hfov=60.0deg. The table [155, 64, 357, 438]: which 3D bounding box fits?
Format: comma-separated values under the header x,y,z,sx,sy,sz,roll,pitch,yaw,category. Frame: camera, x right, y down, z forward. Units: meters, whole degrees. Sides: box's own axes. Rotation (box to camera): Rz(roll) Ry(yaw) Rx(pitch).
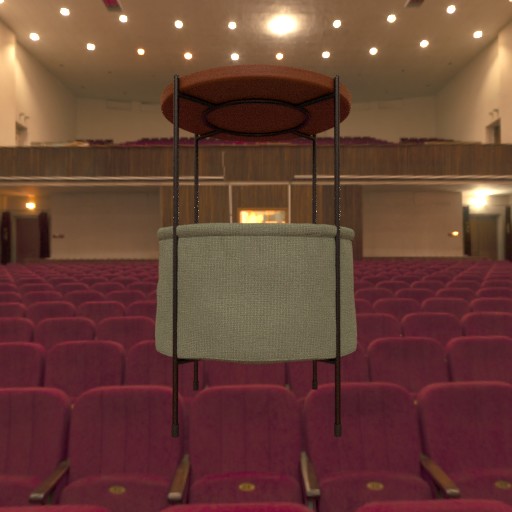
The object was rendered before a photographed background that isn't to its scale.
x,y,z,sx,sy,sz,roll,pitch,yaw,category
0.000,0.000,0.906,0.400,0.623,0.400,0,-1,0,table
